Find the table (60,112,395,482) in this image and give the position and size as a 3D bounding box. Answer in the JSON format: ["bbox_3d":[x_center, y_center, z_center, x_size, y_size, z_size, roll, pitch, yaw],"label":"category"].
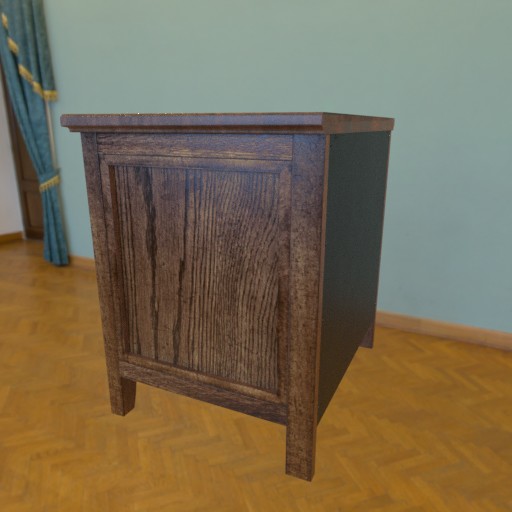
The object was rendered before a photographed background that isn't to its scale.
[{"bbox_3d":[0.000,0.000,0.990,0.461,0.597,0.586,8,18,24],"label":"table"}]
